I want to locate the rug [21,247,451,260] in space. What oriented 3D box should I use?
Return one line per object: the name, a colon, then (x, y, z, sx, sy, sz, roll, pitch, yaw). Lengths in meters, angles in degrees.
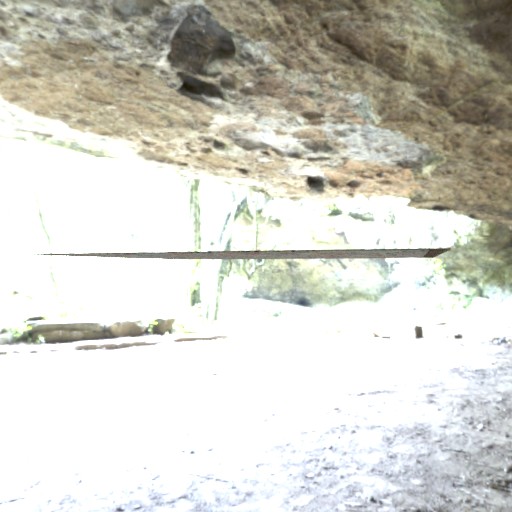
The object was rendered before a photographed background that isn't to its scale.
rug: (0.000, 0.000, 4.276, 3.274, 0.015, 2.439, -1, -2, 19)
